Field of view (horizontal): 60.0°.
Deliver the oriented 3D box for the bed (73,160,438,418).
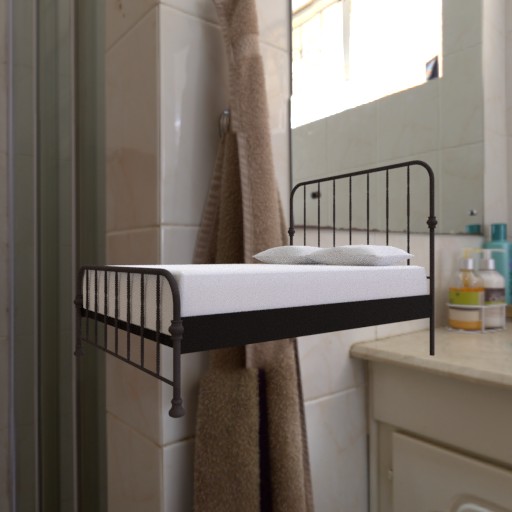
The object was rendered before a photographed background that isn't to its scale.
[{"bbox_3d":[0.000,0.000,3.227,2.134,1.446,1.616,0,0,-37],"label":"bed"}]
